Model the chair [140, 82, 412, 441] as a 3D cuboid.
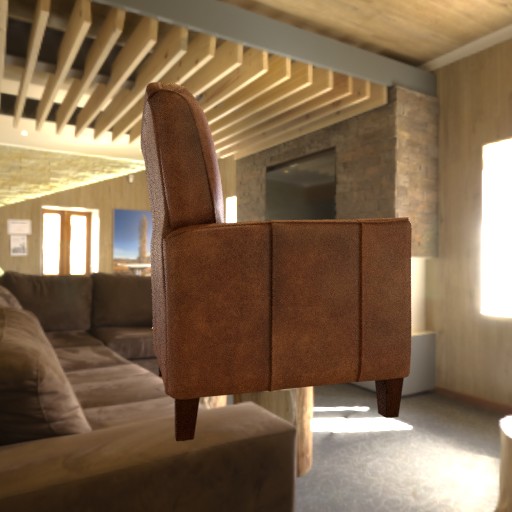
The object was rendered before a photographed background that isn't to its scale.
[{"bbox_3d":[0.000,0.000,1.677,0.836,1.043,0.843,0,0,-16],"label":"chair"}]
